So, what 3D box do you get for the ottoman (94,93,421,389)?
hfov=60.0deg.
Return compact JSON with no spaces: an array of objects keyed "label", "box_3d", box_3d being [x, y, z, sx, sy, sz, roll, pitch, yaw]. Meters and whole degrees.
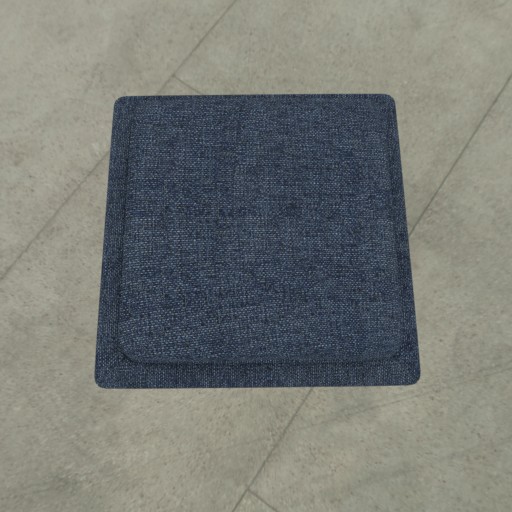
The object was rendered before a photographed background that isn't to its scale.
[{"label":"ottoman","box_3d":[0.000,0.000,0.817,0.450,0.460,0.450,-1,76,0]}]
